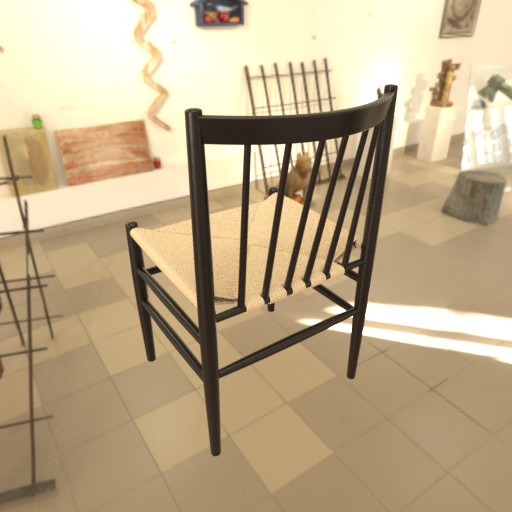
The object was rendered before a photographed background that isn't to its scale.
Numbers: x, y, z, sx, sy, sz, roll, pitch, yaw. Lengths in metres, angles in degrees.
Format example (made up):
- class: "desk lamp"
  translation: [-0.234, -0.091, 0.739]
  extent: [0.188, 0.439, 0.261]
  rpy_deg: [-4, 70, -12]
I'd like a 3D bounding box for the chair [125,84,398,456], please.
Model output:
- class: "chair"
  translation: [0.000, 0.000, 1.120]
  extent: [0.495, 0.818, 0.516]
  rpy_deg: [-18, 34, -29]
